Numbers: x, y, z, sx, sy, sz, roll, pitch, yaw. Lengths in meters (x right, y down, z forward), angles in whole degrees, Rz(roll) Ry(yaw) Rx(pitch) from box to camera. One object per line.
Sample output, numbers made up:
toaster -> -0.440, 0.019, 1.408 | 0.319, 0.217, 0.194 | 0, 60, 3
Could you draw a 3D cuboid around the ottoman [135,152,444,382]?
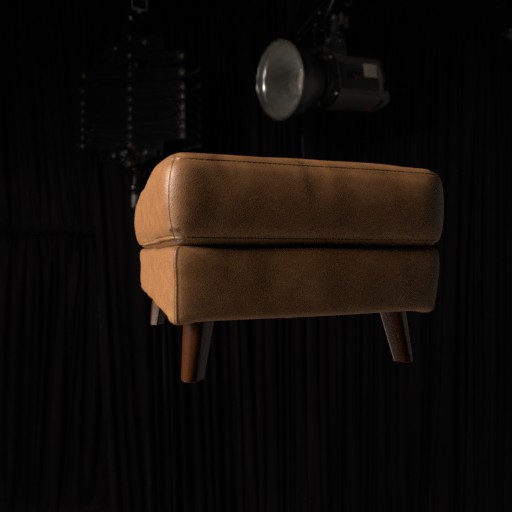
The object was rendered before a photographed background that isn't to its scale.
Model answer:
ottoman -> 0.000, 0.000, 1.239 | 0.630, 0.461, 0.869 | 0, 1, -18
